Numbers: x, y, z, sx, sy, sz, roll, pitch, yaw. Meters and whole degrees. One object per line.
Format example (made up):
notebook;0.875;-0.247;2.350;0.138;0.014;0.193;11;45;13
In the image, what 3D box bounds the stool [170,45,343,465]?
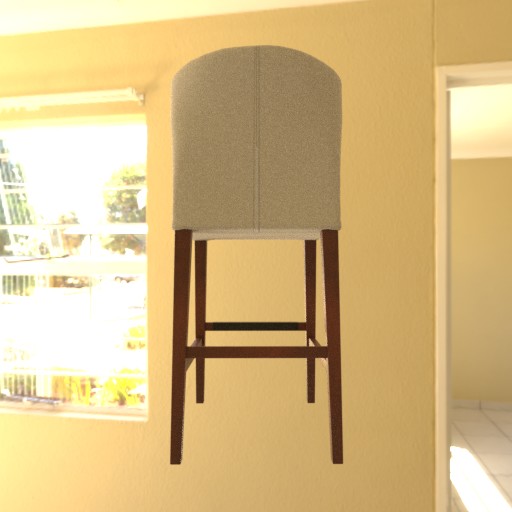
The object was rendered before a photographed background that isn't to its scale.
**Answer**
stool;0.000;0.000;1.391;0.479;1.069;0.568;0;-1;0
